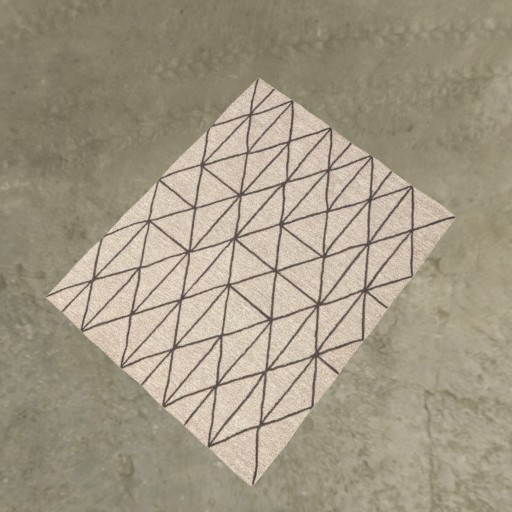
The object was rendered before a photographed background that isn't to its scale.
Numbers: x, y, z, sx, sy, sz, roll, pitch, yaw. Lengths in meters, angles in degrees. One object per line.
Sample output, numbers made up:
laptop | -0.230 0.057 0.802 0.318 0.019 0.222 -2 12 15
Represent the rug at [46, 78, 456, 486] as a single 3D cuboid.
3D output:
rug | 0.000 0.000 4.122 2.468 0.022 3.061 39 78 10
